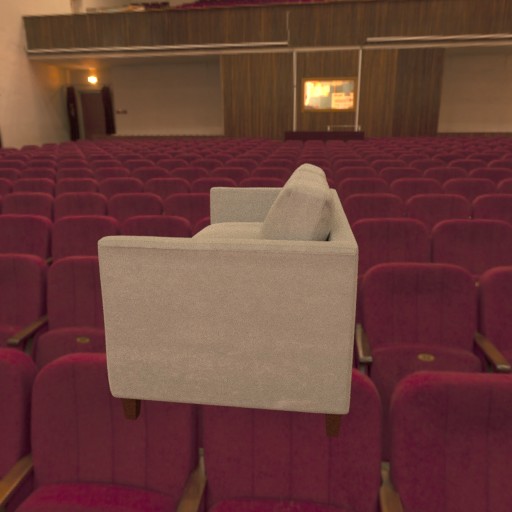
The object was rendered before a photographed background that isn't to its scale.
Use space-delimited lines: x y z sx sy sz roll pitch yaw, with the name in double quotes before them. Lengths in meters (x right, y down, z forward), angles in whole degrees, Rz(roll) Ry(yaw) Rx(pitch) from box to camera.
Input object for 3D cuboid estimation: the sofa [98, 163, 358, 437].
"sofa" 0.000 0.000 2.471 0.950 0.963 1.884 2 15 7
